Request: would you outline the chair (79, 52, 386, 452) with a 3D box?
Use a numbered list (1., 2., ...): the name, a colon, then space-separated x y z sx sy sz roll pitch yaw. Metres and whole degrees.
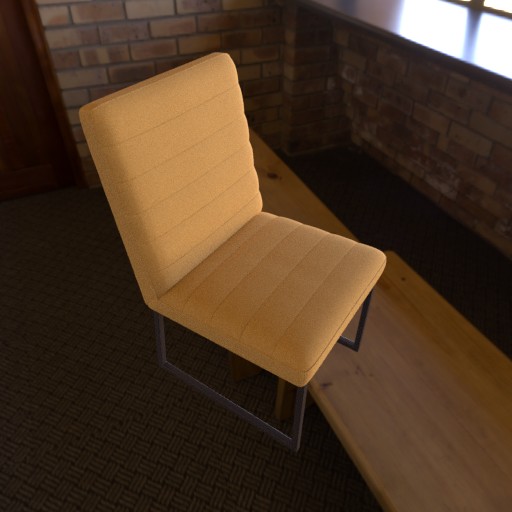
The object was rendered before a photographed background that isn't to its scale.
1. chair: 0.000 0.000 1.290 0.634 0.930 0.520 24 46 25
